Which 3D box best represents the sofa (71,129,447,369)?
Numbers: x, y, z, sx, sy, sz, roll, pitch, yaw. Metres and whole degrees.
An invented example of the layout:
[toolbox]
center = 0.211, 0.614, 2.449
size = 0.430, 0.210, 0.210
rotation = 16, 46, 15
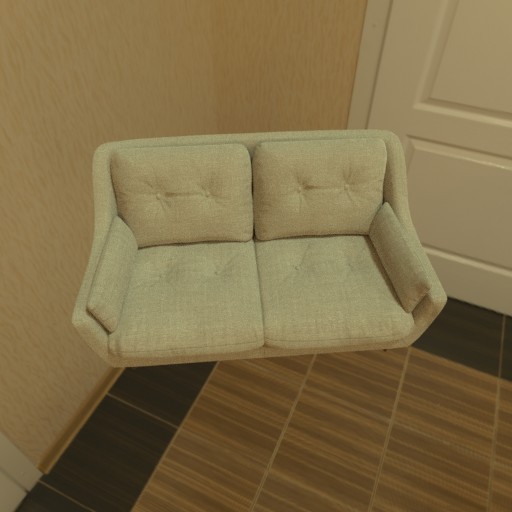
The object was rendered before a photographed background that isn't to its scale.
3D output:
[sofa]
center = 0.000, 0.000, 2.288
size = 1.652, 0.888, 0.965
rotation = -3, 46, -3
